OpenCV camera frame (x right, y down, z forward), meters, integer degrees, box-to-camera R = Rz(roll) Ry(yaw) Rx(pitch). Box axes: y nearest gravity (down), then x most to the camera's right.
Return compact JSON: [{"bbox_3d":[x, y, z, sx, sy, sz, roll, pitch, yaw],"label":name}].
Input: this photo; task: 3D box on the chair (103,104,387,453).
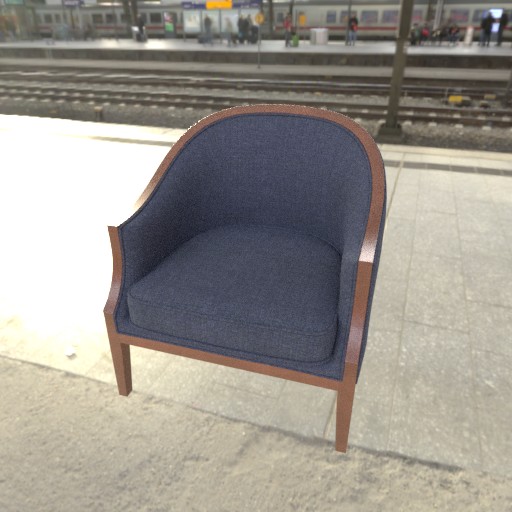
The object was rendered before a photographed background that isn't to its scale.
[{"bbox_3d":[0.000,0.000,1.499,0.803,0.876,0.735,8,29,16],"label":"chair"}]
